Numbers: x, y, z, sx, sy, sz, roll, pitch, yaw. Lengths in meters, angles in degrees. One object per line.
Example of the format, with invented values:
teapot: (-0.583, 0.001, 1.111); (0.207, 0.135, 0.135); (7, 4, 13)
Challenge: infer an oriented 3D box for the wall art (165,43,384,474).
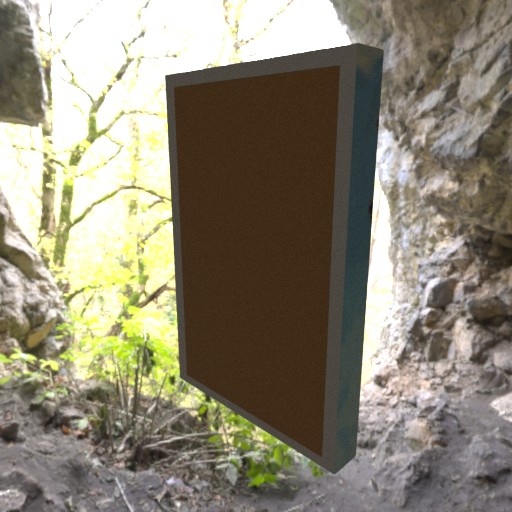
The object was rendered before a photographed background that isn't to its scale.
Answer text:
wall art: (0.000, 0.000, 0.473); (0.251, 0.380, 0.039); (15, 21, 43)
